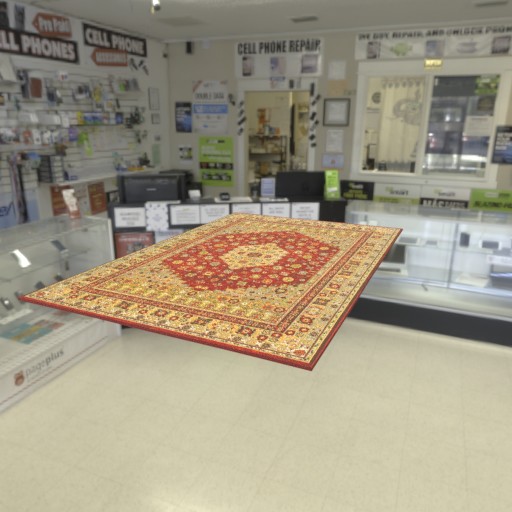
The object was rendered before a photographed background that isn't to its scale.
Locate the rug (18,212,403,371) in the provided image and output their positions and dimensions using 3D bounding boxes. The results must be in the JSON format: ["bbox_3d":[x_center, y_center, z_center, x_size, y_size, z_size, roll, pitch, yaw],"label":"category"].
[{"bbox_3d":[0.000,0.000,2.253,1.194,0.013,1.802,8,19,24],"label":"rug"}]
